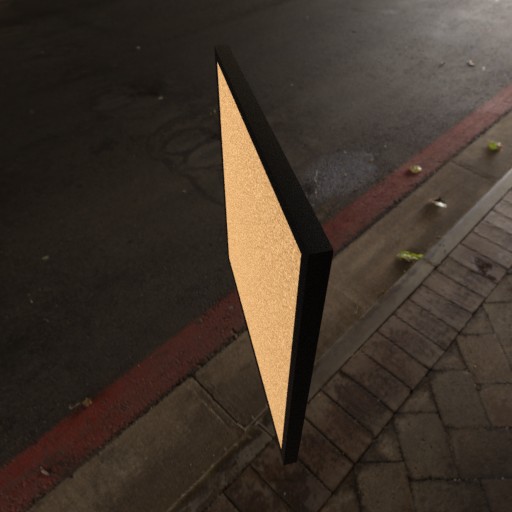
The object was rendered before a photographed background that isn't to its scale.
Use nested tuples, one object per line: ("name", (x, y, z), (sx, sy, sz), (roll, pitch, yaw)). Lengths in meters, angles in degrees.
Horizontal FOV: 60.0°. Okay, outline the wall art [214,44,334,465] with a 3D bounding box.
("wall art", (0.000, 0.000, 1.116), (0.036, 0.755, 0.756), (-10, 46, -9))
